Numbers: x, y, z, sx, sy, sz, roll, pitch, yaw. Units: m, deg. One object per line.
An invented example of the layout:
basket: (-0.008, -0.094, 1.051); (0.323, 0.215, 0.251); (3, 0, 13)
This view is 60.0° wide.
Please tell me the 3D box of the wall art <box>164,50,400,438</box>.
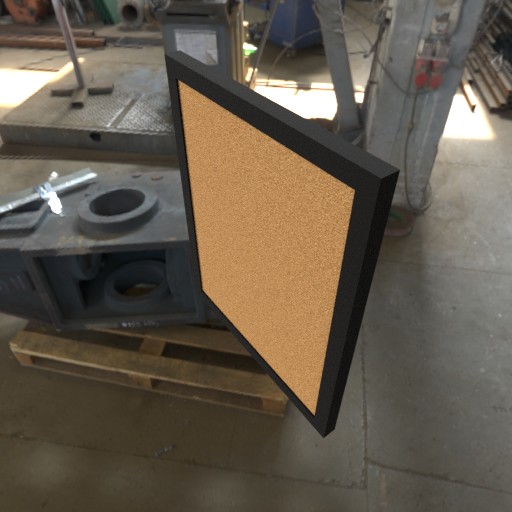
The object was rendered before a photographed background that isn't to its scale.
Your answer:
wall art: (0.000, 0.000, 0.770); (0.029, 0.559, 0.457); (-26, 49, -26)
